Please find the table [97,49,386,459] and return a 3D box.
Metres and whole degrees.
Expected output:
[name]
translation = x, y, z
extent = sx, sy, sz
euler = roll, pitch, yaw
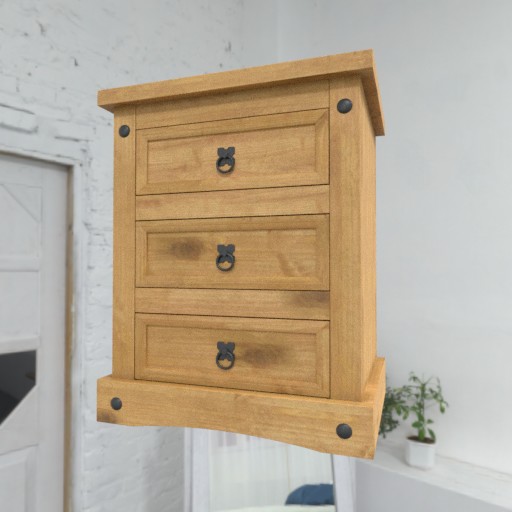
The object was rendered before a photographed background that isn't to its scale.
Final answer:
[table]
translation = 0.000, 0.000, 1.214
extent = 0.660, 0.813, 0.500
euler = 0, -1, 19
